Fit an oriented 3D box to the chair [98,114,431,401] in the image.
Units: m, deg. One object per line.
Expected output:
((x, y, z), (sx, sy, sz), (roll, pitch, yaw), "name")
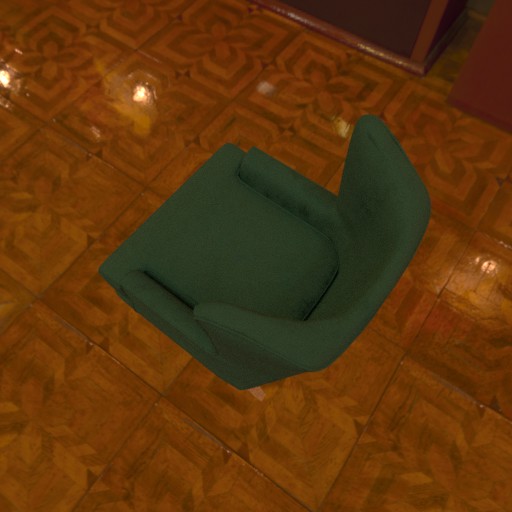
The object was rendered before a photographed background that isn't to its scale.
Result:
((0.000, 0.000, 1.611), (0.910, 0.952, 0.793), (34, 68, 16), "chair")
